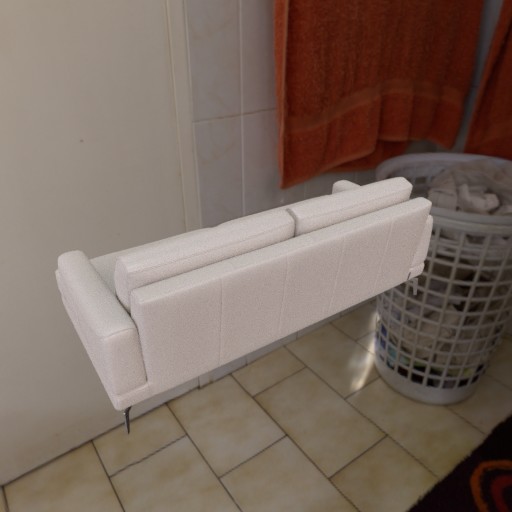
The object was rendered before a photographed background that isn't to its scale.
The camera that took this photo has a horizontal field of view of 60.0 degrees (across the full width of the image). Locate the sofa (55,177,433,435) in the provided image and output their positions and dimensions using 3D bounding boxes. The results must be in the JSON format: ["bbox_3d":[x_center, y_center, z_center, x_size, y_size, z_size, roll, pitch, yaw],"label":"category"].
[{"bbox_3d":[0.000,0.000,2.450,1.940,0.765,0.974,-18,34,-29],"label":"sofa"}]
